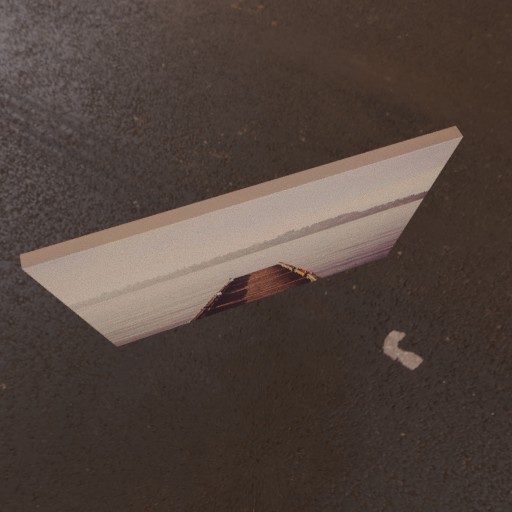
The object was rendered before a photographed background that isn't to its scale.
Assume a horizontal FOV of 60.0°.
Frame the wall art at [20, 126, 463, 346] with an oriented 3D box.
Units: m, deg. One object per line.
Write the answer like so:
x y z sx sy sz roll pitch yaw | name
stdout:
0.000 0.000 0.775 0.615 0.410 0.021 -18 67 -8 | wall art
